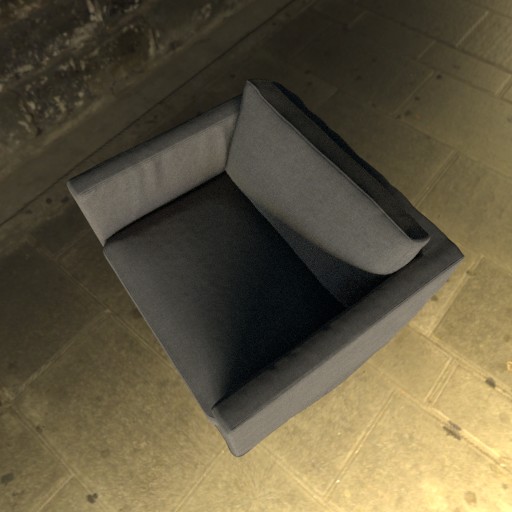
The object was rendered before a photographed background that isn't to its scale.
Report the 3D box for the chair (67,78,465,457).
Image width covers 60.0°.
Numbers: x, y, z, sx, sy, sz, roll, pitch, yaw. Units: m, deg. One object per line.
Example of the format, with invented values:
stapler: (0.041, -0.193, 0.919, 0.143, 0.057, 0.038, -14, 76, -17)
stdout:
chair: (0.000, 0.000, 1.710, 0.949, 0.863, 1.057, -32, 66, -16)
